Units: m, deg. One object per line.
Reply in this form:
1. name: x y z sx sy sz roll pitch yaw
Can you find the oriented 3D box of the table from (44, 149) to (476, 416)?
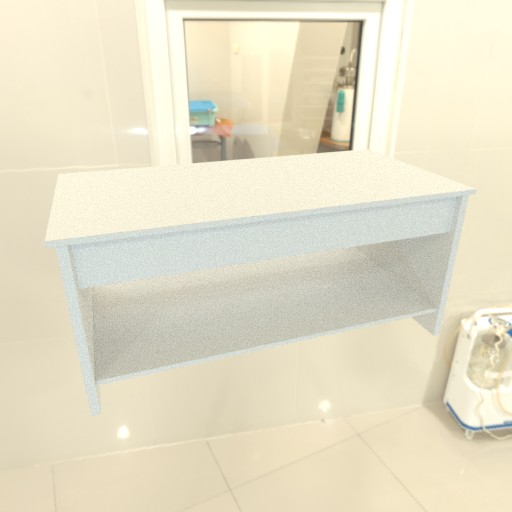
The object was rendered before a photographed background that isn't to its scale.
1. table: 0.000 0.000 1.273 1.000 0.441 0.500 -9 27 -17
